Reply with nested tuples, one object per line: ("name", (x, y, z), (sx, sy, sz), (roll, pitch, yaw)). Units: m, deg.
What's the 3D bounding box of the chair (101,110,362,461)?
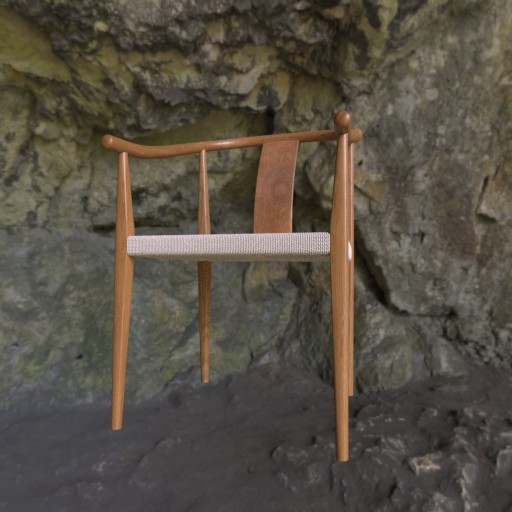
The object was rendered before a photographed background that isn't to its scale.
("chair", (0.000, 0.000, 1.183), (0.556, 0.800, 0.579), (0, -1, 18))
